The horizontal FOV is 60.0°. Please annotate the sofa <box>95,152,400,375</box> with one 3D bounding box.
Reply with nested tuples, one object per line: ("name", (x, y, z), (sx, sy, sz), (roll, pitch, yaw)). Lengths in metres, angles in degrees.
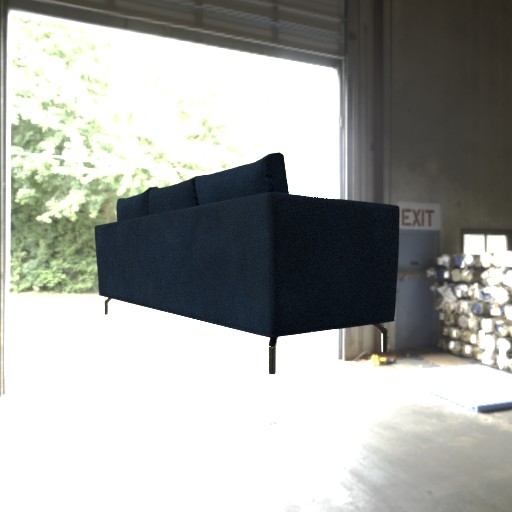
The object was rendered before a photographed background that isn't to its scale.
("sofa", (0.000, 0.000, 3.210), (1.622, 0.987, 2.438), (0, 0, -36))
